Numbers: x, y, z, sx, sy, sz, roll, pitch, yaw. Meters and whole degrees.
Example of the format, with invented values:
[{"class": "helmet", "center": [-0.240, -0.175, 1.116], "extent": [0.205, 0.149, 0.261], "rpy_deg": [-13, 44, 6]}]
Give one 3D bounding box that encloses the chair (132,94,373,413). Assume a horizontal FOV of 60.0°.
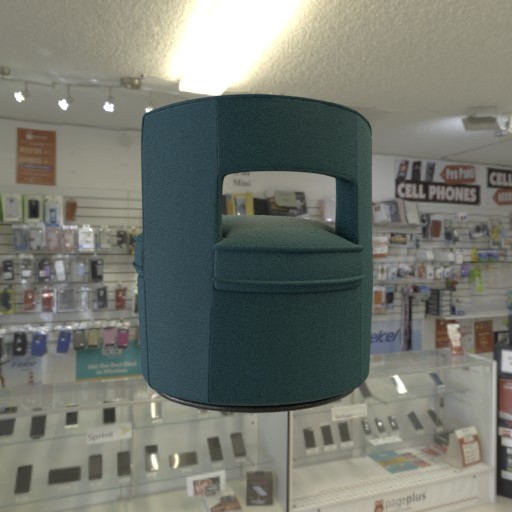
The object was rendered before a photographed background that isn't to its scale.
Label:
[{"class": "chair", "center": [0.000, 0.000, 1.274], "extent": [0.684, 0.711, 0.660], "rpy_deg": [0, 0, -18]}]
